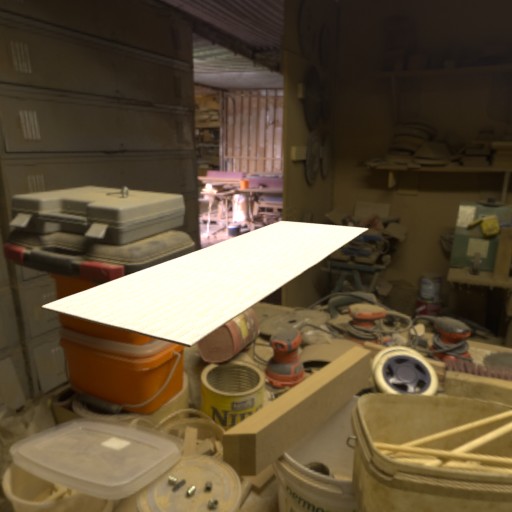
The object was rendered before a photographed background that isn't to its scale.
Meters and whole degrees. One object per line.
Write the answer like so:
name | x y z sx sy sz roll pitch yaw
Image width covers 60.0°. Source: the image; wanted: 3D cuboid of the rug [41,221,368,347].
rug | 0.000 0.000 2.748 0.793 0.014 2.450 7 16 27
